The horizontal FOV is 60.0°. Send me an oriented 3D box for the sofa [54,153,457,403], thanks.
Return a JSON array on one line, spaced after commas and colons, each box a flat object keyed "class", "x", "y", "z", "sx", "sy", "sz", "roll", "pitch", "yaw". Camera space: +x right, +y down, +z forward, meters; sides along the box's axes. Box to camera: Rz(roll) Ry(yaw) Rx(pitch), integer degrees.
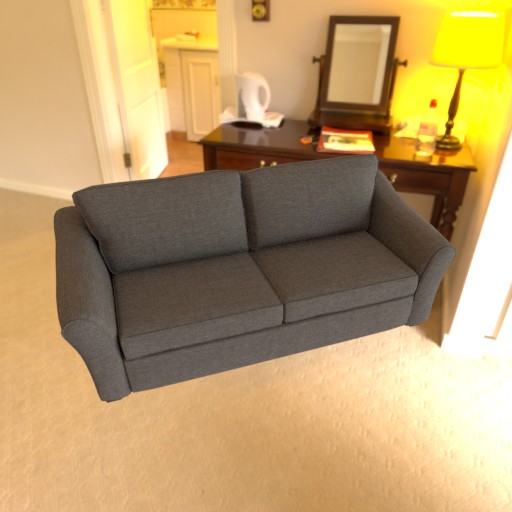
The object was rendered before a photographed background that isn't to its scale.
[{"class": "sofa", "x": 0.000, "y": 0.000, "z": 2.749, "sx": 2.270, "sy": 0.950, "sz": 0.971, "roll": -10, "pitch": 33, "yaw": -16}]
